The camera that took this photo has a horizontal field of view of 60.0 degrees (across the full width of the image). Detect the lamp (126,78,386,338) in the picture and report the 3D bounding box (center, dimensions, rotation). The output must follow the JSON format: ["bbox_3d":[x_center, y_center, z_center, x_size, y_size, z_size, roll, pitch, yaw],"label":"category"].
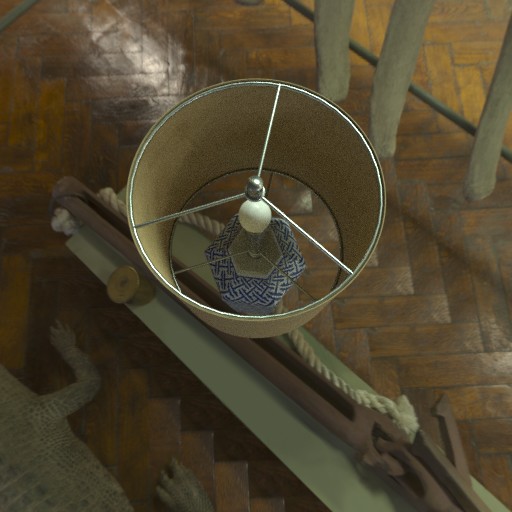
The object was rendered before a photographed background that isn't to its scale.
[{"bbox_3d":[0.000,0.000,0.857,0.320,0.682,0.320,41,79,10],"label":"lamp"}]
